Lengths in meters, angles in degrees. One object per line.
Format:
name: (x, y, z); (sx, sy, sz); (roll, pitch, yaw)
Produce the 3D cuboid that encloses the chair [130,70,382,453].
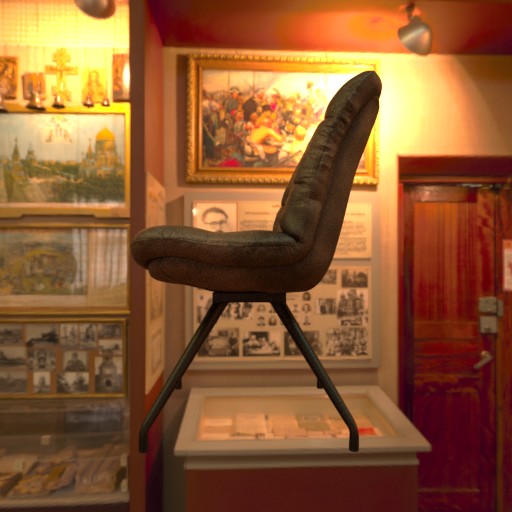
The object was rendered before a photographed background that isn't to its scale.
chair: (0.000, 0.000, 1.229); (0.622, 0.870, 0.549); (0, 0, -1)
